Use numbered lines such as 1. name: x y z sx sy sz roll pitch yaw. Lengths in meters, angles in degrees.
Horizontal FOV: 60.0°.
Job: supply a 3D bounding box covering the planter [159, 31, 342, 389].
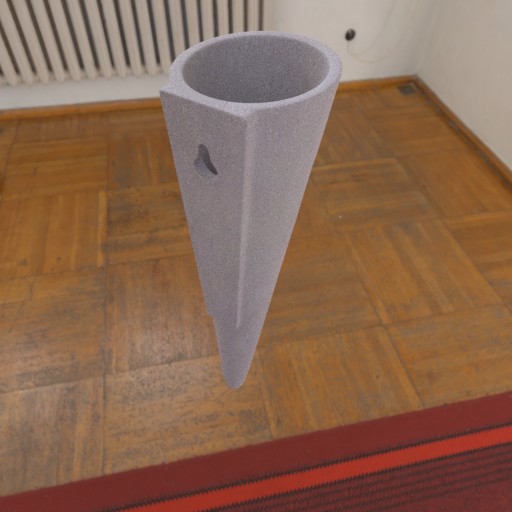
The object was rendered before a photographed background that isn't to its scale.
1. planter: 0.000 0.000 0.300 0.078 0.259 0.087 25 52 22
